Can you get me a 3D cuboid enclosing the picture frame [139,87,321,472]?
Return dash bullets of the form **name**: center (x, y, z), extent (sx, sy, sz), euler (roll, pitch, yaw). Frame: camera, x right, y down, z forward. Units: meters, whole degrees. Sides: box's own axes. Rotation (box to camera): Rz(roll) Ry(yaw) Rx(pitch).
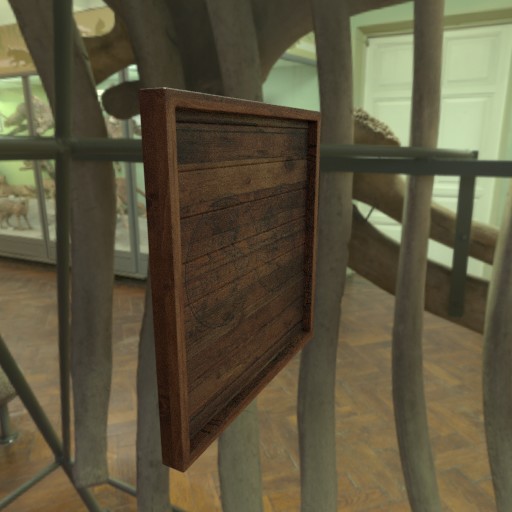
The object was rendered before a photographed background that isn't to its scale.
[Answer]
- **picture frame**: center (0.000, 0.000, 0.545), extent (0.028, 0.356, 0.352), euler (8, 17, 27)
